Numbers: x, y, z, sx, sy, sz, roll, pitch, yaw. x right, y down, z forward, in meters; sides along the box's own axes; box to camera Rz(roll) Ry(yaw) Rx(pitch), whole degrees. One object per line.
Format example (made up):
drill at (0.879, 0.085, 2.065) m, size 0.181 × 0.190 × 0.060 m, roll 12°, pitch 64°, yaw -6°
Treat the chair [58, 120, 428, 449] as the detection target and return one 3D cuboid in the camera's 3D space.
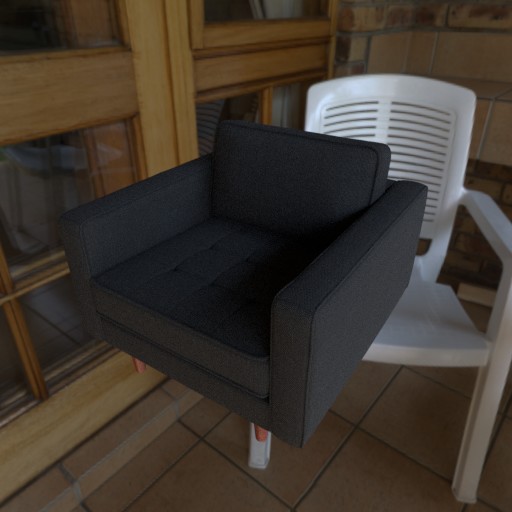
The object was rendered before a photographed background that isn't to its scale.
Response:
chair at (0.000, 0.000, 1.552) m, size 0.899 × 0.770 × 0.919 m, roll 19°, pitch 35°, yaw 28°
